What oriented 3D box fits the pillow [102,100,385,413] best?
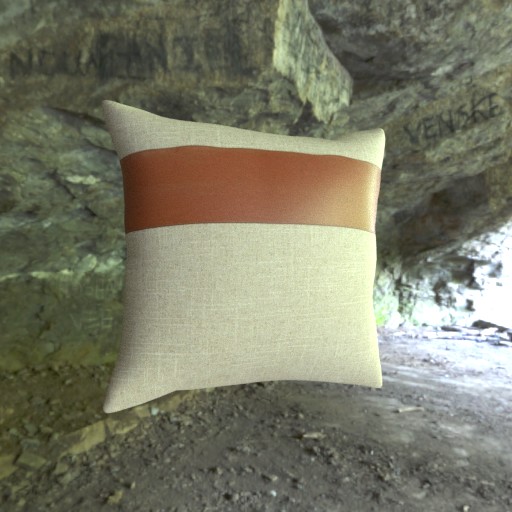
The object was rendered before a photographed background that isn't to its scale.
[{"bbox_3d":[0.000,0.000,0.624,0.414,0.399,0.173,0,-2,-17],"label":"pillow"}]
